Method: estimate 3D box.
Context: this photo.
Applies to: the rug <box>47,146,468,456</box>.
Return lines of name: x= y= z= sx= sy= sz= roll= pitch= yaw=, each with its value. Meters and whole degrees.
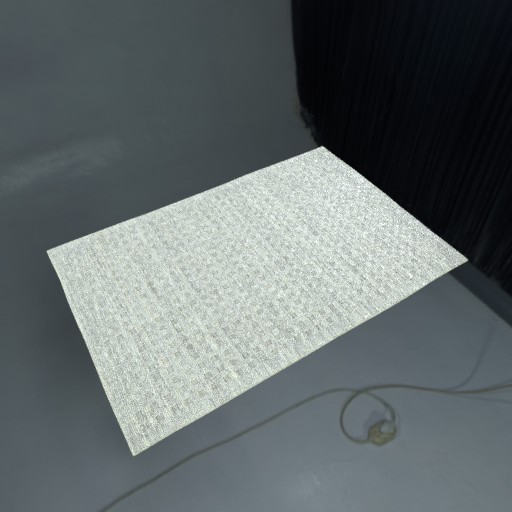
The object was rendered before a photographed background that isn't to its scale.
rug: x=0.000 y=0.000 z=2.892 sx=2.297 sy=0.018 sz=1.532 roll=-25 pitch=52 yaw=-21
